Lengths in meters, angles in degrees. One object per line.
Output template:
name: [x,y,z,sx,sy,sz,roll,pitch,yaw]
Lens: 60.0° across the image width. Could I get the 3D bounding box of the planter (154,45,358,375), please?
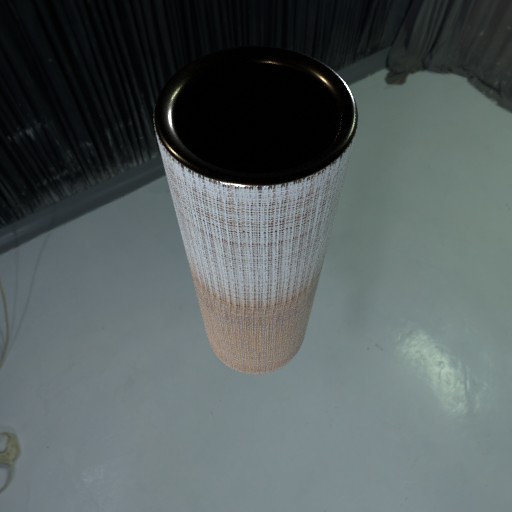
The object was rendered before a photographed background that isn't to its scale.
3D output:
planter: [0.000,0.000,0.331,0.099,0.278,0.099,-33,64,-19]
